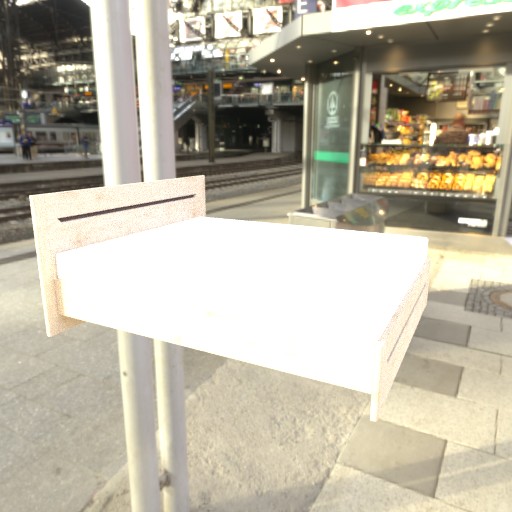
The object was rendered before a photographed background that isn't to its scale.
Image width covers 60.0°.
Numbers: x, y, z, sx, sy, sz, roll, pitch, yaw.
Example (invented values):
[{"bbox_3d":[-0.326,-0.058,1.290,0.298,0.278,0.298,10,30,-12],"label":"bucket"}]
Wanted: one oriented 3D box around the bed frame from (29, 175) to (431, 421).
[{"bbox_3d":[0.000,0.000,3.034,2.080,0.900,1.800,8,16,27],"label":"bed frame"}]
